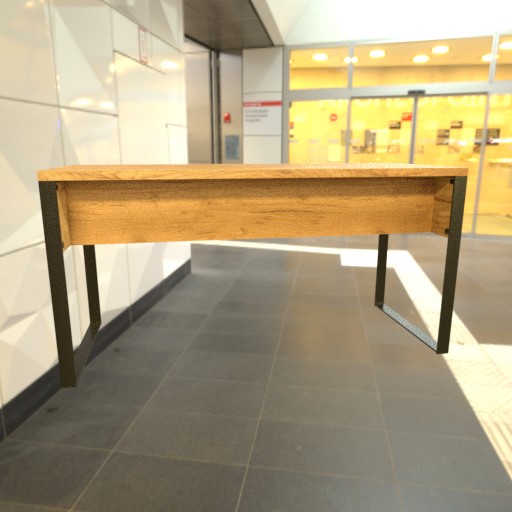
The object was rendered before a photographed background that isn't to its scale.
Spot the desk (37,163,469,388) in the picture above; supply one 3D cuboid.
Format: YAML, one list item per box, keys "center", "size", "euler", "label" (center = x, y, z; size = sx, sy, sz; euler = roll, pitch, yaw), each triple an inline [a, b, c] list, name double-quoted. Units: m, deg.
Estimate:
- center: [0.000, 0.000, 1.910]
  size: [1.520, 0.760, 0.600]
  euler: [-2, 14, -10]
  label: "desk"
